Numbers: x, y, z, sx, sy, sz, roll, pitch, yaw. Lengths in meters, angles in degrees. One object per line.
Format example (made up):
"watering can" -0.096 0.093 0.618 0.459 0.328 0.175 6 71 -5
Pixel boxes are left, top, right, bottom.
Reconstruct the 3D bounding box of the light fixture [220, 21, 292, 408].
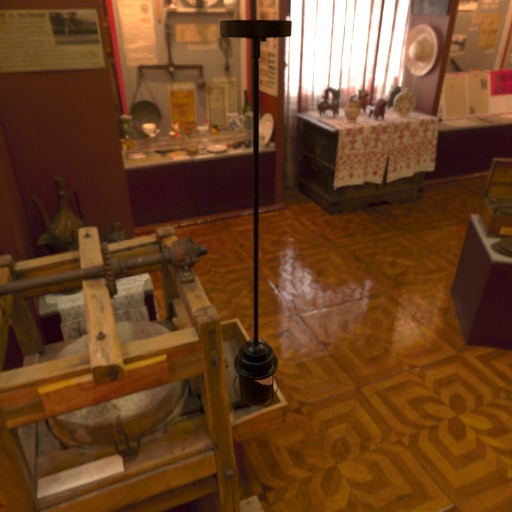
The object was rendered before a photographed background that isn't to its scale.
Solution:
"light fixture" 0.000 0.000 0.982 0.123 0.920 0.123 -10 31 -18
